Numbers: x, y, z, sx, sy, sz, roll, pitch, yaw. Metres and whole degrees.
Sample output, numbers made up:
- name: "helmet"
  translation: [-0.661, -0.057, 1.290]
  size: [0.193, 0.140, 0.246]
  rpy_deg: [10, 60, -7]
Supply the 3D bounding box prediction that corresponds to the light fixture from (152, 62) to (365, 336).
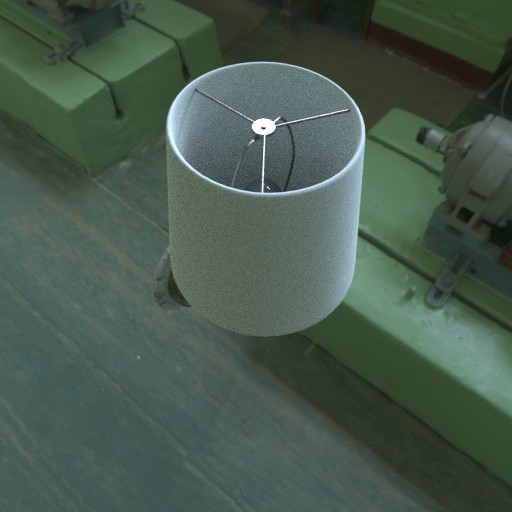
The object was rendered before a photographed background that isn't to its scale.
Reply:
- name: "light fixture"
  translation: [0.000, 0.000, 0.430]
  size: [0.188, 0.337, 0.168]
  rpy_deg: [34, 63, 20]
